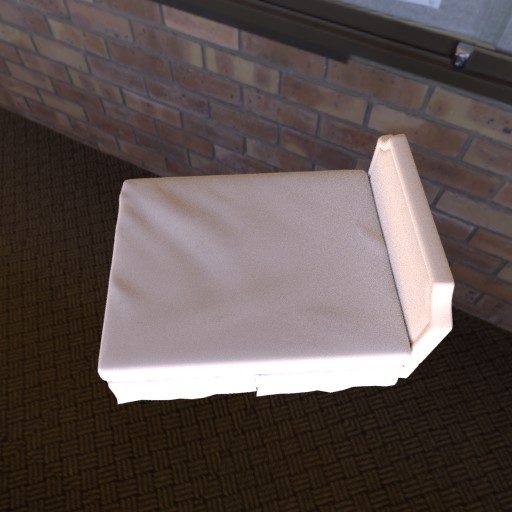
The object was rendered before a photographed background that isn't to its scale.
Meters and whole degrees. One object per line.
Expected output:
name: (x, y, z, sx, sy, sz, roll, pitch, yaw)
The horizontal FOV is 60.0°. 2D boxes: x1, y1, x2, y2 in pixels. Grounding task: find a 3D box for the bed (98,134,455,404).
bed: (0.000, 0.000, 3.693, 2.498, 1.293, 1.977, -3, 58, -2)
